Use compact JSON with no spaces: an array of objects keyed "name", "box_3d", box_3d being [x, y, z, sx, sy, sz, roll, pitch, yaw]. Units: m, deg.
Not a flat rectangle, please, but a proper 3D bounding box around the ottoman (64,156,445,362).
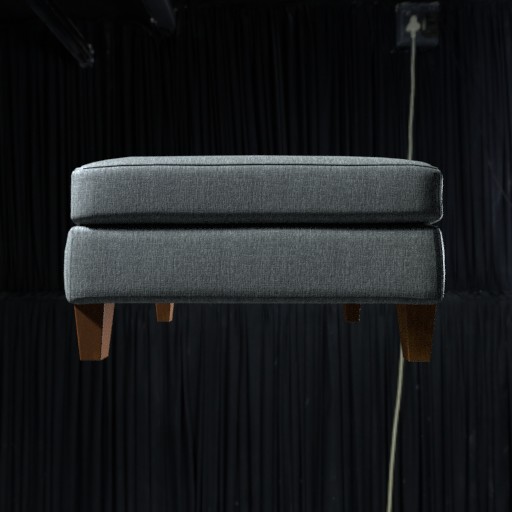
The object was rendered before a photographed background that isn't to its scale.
[{"name":"ottoman","box_3d":[0.000,0.000,1.357,0.838,0.481,0.838,0,-2,1]}]
